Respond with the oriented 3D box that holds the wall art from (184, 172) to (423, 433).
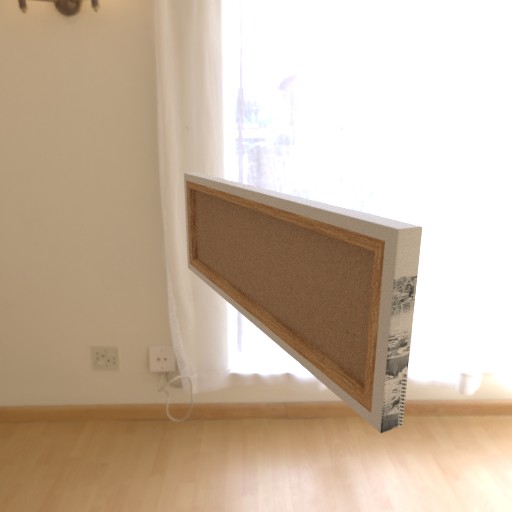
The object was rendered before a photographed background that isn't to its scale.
[{"bbox_3d":[0.000,0.000,0.845,0.038,0.255,0.763,-8,17,-25],"label":"wall art"}]
